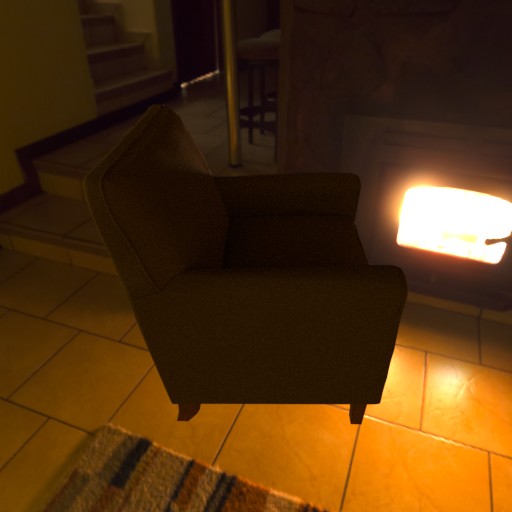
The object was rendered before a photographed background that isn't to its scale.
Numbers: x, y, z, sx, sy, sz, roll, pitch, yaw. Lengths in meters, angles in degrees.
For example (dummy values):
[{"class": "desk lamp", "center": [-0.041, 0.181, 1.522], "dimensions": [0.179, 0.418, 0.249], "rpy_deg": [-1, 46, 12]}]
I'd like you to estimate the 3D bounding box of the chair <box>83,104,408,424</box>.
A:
[{"class": "chair", "center": [0.000, 0.000, 1.613], "dimensions": [0.831, 0.911, 0.836], "rpy_deg": [1, 32, 1]}]
